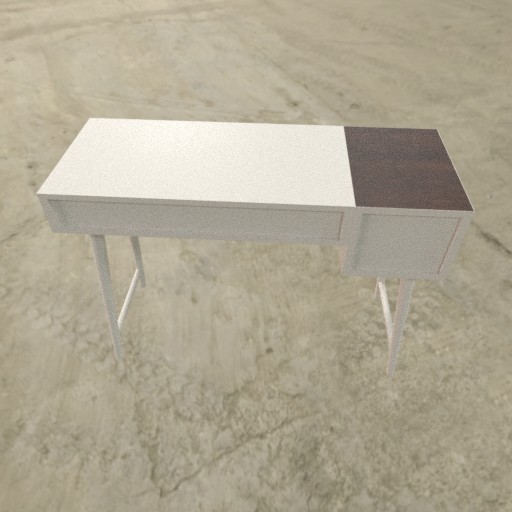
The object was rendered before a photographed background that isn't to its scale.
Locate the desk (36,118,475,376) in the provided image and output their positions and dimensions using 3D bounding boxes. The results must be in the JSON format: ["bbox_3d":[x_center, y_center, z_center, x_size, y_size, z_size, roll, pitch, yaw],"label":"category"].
[{"bbox_3d":[0.000,0.000,1.489,1.069,0.761,0.409,3,44,3],"label":"desk"}]
